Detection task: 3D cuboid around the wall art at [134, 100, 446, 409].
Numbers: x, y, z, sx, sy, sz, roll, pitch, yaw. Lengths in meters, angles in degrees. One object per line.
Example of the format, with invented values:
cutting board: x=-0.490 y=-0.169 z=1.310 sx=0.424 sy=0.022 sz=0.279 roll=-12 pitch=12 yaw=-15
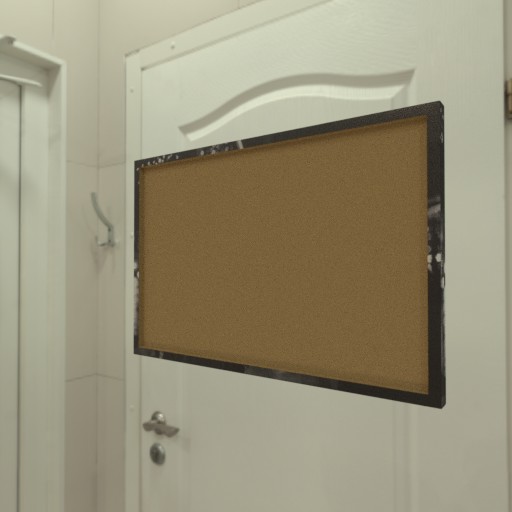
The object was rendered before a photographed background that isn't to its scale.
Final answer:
wall art: x=0.000 y=0.000 z=1.149 sx=0.914 sy=0.609 sz=0.038 roll=-1 pitch=-1 yaw=35
